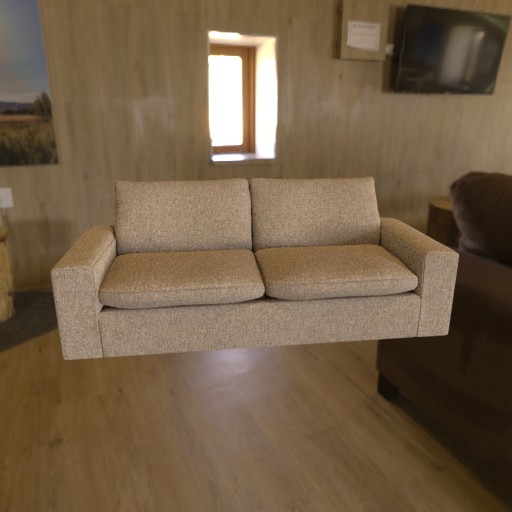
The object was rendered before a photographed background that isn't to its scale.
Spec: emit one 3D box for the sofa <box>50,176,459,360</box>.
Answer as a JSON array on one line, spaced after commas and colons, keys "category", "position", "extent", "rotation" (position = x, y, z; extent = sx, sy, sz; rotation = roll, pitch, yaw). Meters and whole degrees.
[{"category": "sofa", "position": [0.000, 0.000, 2.916], "extent": [2.299, 0.922, 1.040], "rotation": [-2, 17, -7]}]
